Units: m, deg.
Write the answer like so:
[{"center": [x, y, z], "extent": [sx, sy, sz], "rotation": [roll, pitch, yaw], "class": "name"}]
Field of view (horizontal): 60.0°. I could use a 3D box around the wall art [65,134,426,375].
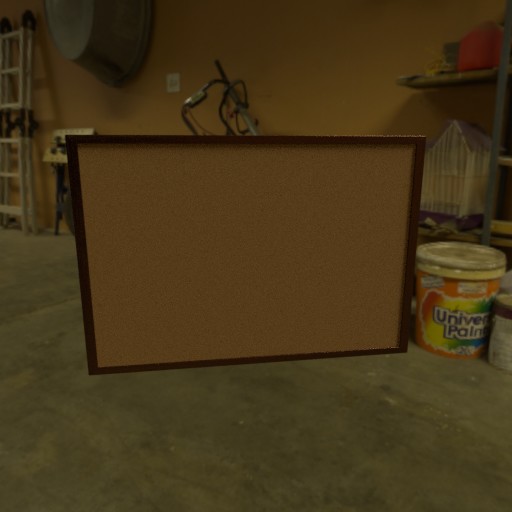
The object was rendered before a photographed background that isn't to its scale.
[{"center": [0.000, 0.000, 1.066], "extent": [0.816, 0.559, 0.014], "rotation": [-2, 14, -8], "class": "wall art"}]
